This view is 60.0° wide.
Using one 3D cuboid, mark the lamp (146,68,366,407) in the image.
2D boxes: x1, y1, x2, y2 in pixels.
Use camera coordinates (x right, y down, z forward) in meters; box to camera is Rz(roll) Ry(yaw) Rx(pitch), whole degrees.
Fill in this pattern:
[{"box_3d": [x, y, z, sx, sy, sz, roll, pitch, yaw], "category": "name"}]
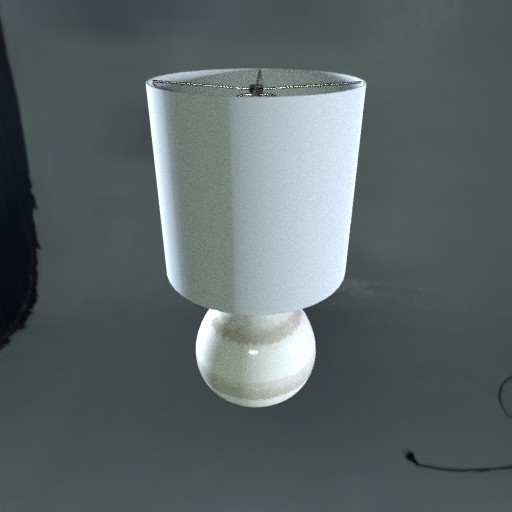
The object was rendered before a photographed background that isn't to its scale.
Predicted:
[{"box_3d": [0.000, 0.000, 0.542, 0.217, 0.404, 0.217, 1, 29, 2], "category": "lamp"}]
